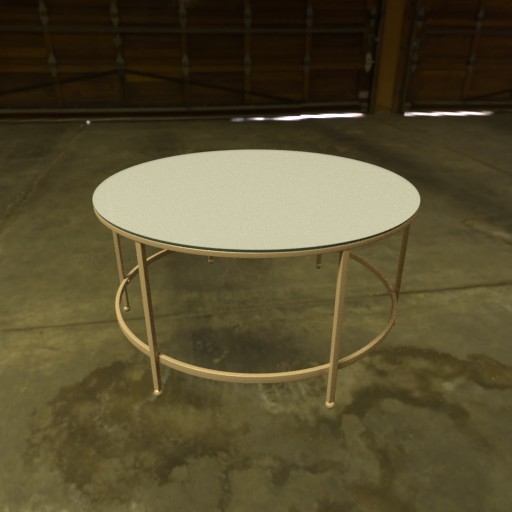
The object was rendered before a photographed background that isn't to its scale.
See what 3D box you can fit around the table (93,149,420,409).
[{"bbox_3d":[0.000,0.000,1.402,0.914,0.470,0.914,0,26,0],"label":"table"}]
